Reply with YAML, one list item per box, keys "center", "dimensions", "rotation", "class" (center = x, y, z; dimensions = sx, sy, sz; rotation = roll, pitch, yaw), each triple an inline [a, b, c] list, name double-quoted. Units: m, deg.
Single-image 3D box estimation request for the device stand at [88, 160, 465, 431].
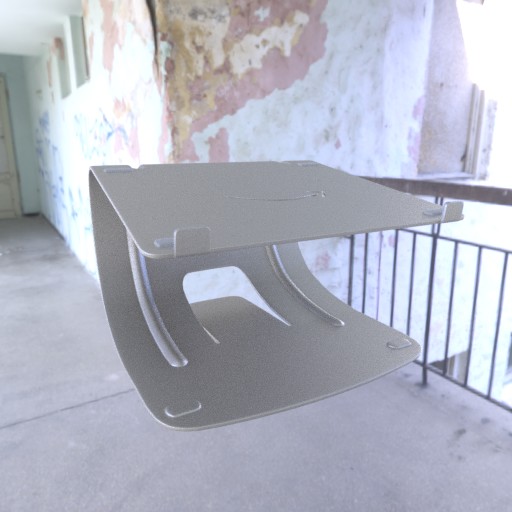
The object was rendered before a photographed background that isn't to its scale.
- center: [0.000, 0.000, 0.393]
  dimensions: [0.256, 0.155, 0.236]
  rotation: [-8, 17, -28]
  class: "device stand"
